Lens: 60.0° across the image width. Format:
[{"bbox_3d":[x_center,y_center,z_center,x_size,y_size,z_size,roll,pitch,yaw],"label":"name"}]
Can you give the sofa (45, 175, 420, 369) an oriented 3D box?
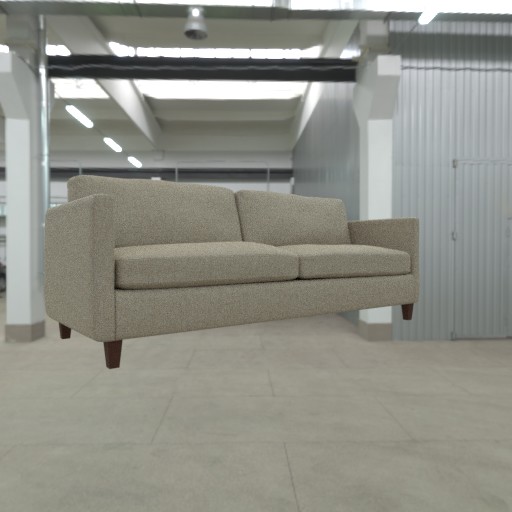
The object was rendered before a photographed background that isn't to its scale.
[{"bbox_3d":[0.000,0.000,2.960,2.434,0.965,0.951,-1,1,-37],"label":"sofa"}]
